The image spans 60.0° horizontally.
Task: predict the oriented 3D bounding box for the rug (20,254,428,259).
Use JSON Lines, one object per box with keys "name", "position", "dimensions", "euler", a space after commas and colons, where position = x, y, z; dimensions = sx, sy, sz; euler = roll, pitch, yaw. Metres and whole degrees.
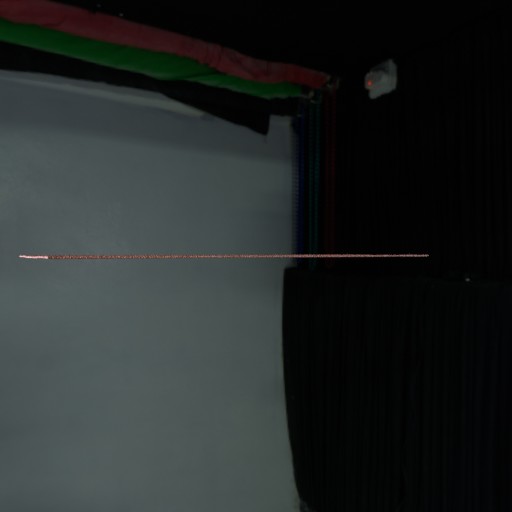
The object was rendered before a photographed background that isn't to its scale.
{"name": "rug", "position": [0.000, 0.000, 2.517], "dimensions": [2.307, 0.012, 0.687], "euler": [0, 0, -36]}
